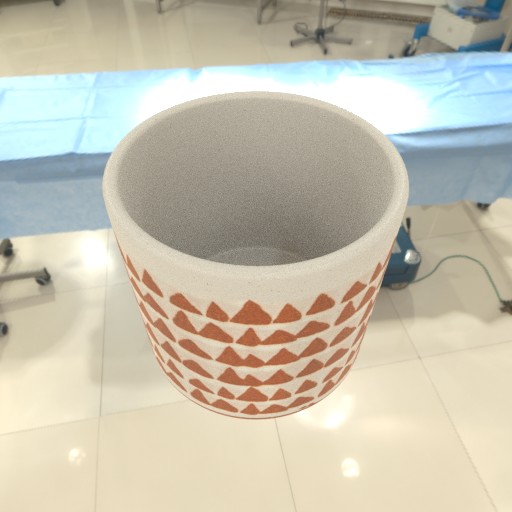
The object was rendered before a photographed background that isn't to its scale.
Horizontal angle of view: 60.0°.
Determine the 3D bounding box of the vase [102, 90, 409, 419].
[{"bbox_3d":[0.000,0.000,0.247,0.137,0.127,0.137,0,47,0],"label":"vase"}]
